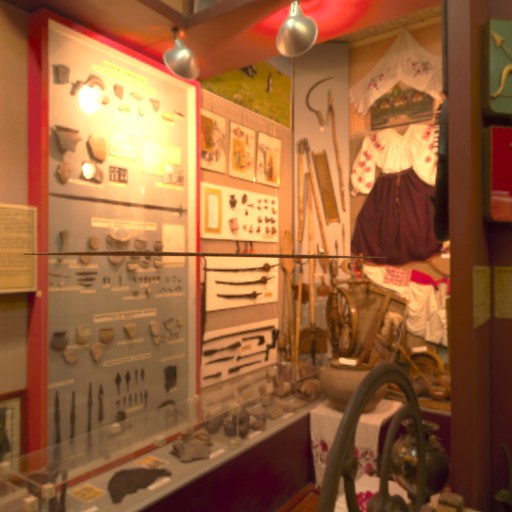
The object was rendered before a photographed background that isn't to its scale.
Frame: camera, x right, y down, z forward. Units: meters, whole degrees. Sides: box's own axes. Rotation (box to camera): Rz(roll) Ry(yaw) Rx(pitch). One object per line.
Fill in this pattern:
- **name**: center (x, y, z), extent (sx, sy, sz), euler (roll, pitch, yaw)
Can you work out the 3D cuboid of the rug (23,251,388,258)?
- **rug**: center (0.000, 0.000, 2.570), extent (0.697, 0.013, 2.335), euler (-1, -1, 37)
